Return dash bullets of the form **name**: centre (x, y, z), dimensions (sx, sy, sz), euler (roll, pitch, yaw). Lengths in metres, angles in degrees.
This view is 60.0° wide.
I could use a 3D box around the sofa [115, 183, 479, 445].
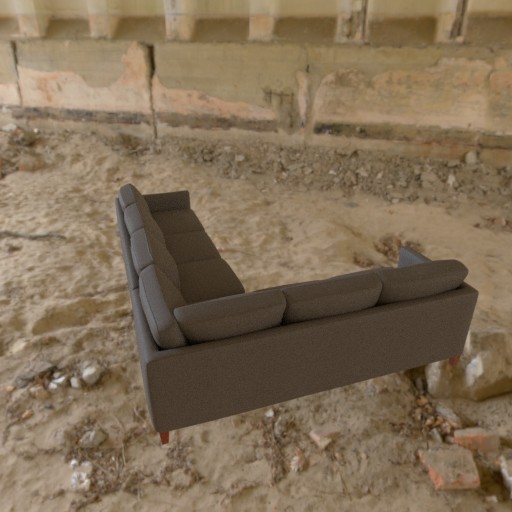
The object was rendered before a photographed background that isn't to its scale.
- **sofa**: centre (0.000, 0.000, 4.538), dimensions (2.593, 0.947, 3.302), euler (-9, 28, -17)
